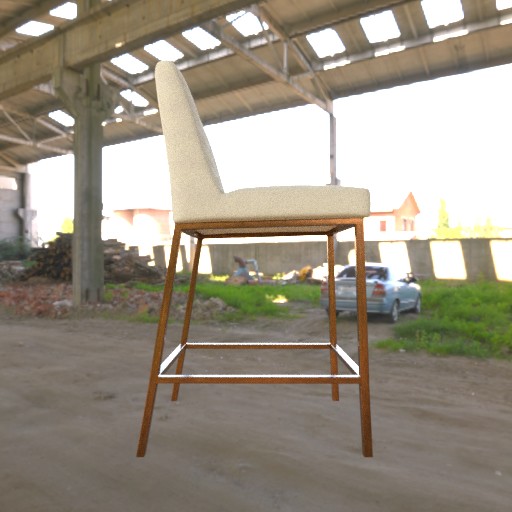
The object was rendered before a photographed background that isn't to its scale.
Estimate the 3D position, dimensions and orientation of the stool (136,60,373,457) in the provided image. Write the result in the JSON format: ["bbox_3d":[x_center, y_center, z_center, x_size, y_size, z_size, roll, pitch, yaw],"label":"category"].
[{"bbox_3d":[0.000,0.000,1.296,0.576,0.973,0.507,0,-1,0],"label":"stool"}]
